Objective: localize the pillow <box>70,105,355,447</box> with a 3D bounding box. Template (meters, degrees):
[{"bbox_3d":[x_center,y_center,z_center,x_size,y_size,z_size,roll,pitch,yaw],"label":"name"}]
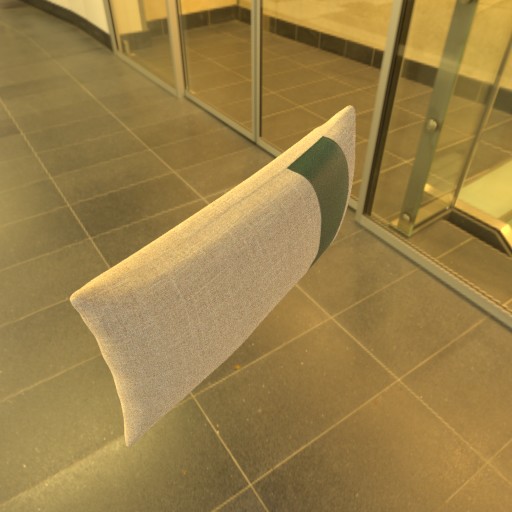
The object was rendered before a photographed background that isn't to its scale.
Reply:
[{"bbox_3d":[0.000,0.000,1.011,0.197,0.429,0.859,25,47,27],"label":"pillow"}]
